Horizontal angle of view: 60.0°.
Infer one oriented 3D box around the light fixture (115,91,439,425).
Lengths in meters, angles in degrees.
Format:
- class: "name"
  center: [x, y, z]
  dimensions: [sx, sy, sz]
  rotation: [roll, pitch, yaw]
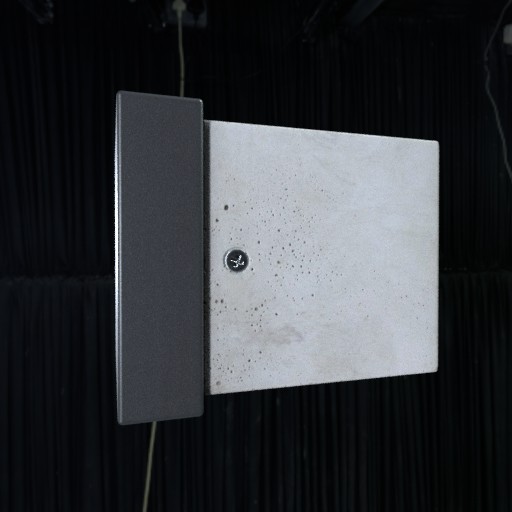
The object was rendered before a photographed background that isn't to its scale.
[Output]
- class: "light fixture"
  center: [0.000, 0.000, 0.237]
  dimensions: [0.143, 0.121, 0.121]
  rotation: [0, 1, -18]
